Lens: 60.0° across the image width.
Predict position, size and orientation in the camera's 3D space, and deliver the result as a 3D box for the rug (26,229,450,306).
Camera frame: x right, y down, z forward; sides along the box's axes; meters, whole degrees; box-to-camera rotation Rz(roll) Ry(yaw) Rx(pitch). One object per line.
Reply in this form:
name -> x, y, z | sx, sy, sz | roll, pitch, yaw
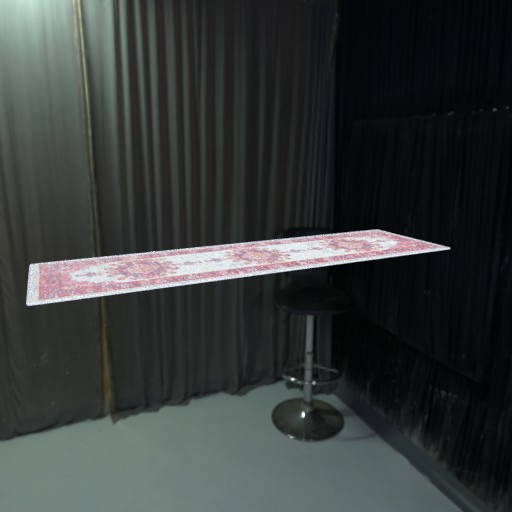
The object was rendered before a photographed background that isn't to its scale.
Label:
rug -> 0.000, 0.000, 2.492 | 2.294, 0.011, 0.666 | -7, 15, -25
